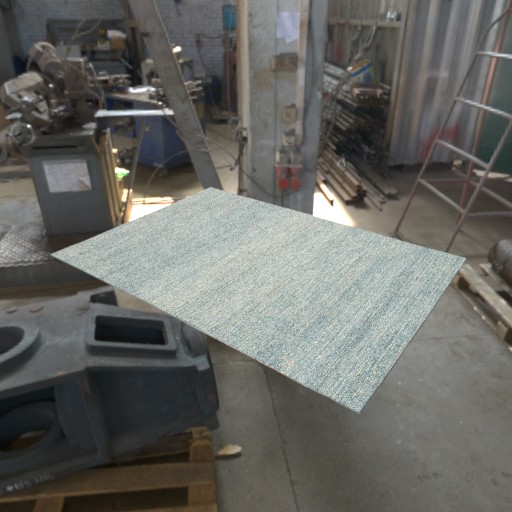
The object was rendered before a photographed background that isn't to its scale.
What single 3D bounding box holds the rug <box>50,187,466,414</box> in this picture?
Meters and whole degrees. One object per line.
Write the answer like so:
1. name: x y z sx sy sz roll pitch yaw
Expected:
1. rug: 0.000 0.000 2.935 2.260 0.026 1.611 20 35 32
